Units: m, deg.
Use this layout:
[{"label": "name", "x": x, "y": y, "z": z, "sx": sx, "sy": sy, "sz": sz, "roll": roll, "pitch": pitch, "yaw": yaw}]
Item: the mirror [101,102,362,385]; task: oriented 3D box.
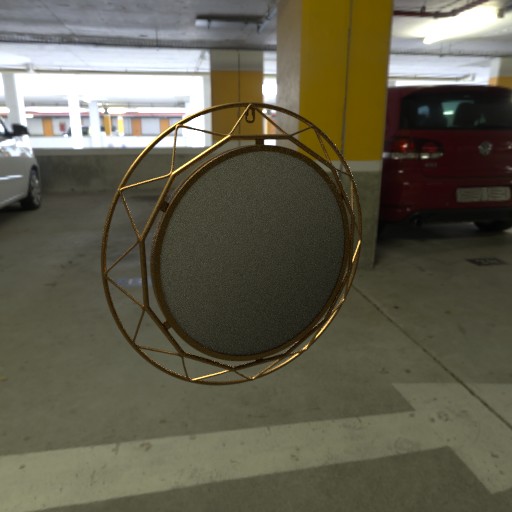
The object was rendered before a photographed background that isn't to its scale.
[{"label": "mirror", "x": 0.000, "y": 0.000, "z": 0.687, "sx": 0.454, "sy": 0.454, "sz": 0.043, "roll": -8, "pitch": 18, "yaw": -27}]
